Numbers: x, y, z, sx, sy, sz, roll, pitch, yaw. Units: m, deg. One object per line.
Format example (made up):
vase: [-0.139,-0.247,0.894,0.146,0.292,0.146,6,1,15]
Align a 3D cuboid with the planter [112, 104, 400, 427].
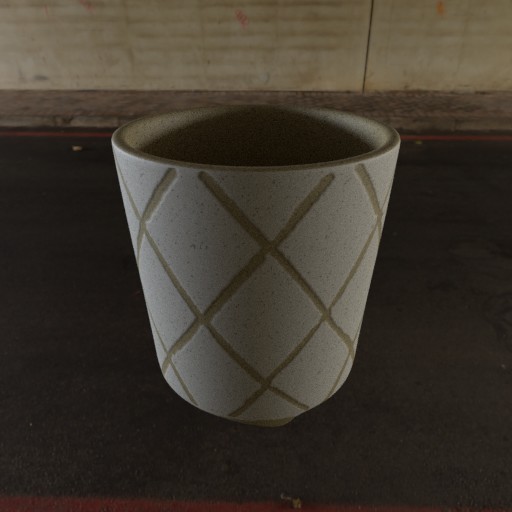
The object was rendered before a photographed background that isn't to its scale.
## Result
planter: [0.000,0.000,0.350,0.191,0.199,0.191,0,28,0]
